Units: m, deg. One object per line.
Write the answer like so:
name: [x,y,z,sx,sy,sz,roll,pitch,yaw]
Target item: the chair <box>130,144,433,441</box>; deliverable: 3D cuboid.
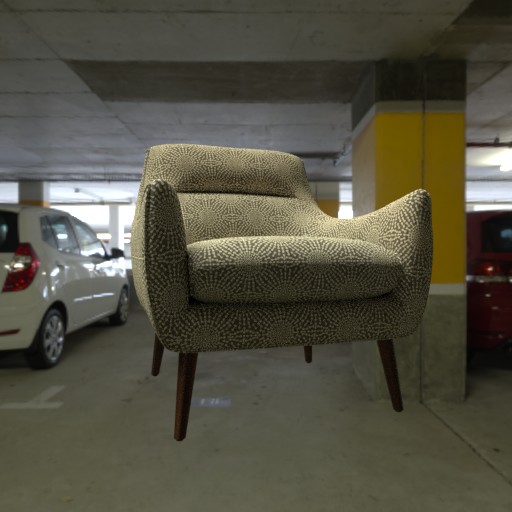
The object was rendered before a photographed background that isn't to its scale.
chair: [0.000,0.000,1.422,0.762,0.838,0.787,0,0,-18]
